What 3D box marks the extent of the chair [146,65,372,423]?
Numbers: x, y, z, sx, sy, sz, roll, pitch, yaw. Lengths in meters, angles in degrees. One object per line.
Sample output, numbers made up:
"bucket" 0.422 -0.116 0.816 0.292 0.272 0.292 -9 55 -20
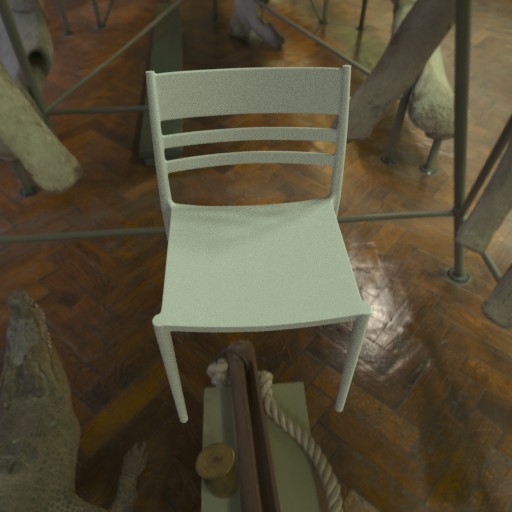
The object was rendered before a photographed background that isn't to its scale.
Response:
"chair" 0.000 0.000 1.152 0.531 0.800 0.511 -3 46 -3
